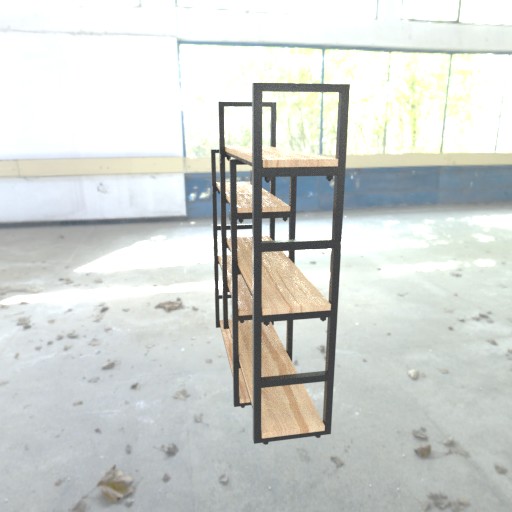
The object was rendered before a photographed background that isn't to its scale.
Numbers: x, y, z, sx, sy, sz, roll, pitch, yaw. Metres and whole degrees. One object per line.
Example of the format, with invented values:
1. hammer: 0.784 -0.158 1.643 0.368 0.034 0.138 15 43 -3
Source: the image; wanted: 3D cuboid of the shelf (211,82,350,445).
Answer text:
1. shelf: 0.000 0.000 1.378 0.183 0.921 0.946 -3 16 -10
